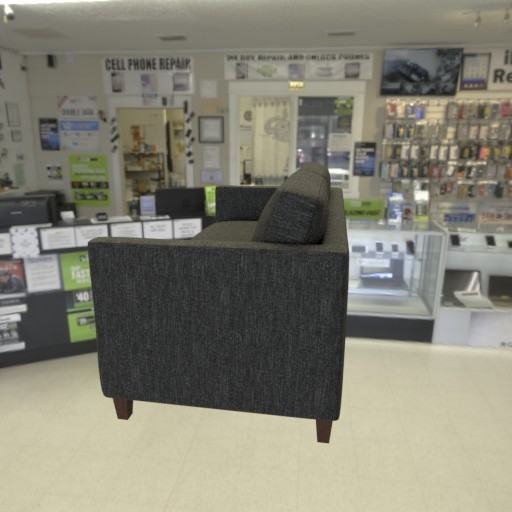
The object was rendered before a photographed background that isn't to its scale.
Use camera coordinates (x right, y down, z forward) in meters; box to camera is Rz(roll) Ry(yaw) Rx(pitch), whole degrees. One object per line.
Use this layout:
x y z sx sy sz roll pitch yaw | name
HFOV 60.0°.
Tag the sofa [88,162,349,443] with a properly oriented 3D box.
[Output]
0.000 0.000 2.446 0.950 0.963 1.884 3 15 10 | sofa
